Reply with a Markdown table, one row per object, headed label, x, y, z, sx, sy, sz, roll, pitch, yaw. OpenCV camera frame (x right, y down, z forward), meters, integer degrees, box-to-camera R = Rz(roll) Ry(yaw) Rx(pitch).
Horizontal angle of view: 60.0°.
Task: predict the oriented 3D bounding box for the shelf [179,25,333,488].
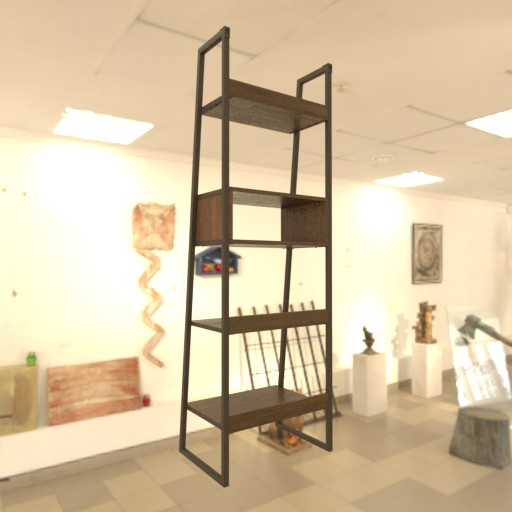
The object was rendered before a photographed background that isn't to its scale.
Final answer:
| label | x | y | z | sx | sy | sz | roll | pitch | yaw |
| --- | --- | --- | --- | --- | --- | --- | --- | --- | --- |
| shelf | 0.000 | 0.000 | 2.290 | 0.652 | 2.005 | 0.454 | 1 | -1 | -35 |
